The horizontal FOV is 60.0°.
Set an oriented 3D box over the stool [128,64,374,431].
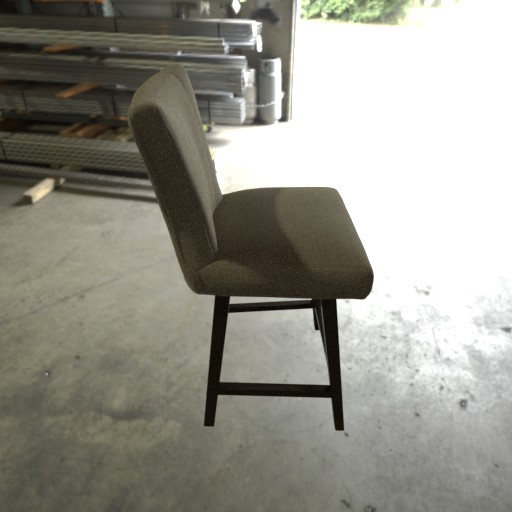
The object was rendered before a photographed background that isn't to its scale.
[{"bbox_3d":[0.000,0.000,1.327,0.574,1.000,0.514,-1,32,-1],"label":"stool"}]
